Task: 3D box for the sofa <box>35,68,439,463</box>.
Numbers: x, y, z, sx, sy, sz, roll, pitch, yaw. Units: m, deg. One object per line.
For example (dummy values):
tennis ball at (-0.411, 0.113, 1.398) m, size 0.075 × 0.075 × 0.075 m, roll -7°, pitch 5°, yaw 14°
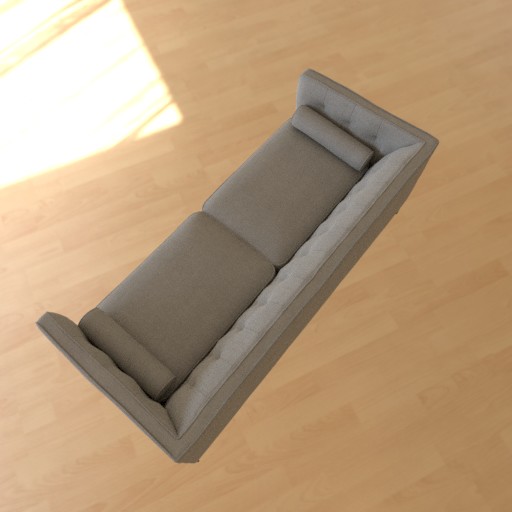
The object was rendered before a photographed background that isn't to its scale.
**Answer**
sofa at (0.000, 0.000, 2.526) m, size 0.912 × 0.798 × 2.079 m, roll 37°, pitch 70°, yaw 16°
